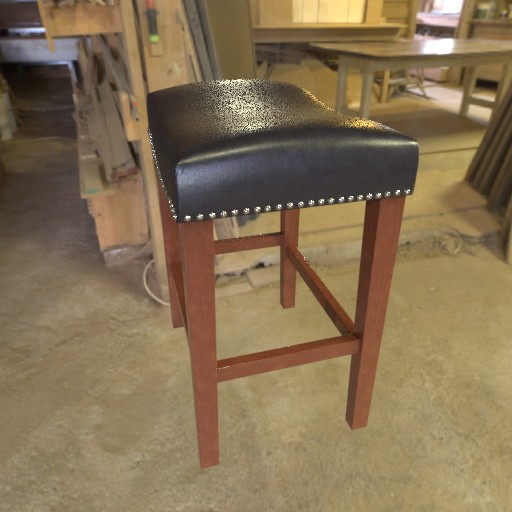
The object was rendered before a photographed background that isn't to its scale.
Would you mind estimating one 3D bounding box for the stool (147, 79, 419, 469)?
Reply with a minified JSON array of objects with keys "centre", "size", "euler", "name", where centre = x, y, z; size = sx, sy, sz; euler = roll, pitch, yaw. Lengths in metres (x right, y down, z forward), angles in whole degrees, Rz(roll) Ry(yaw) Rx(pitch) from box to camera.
[{"centre":[0.000,0.000,0.955],"size":[0.372,0.654,0.504],"euler":[-8,31,-14],"name":"stool"}]
